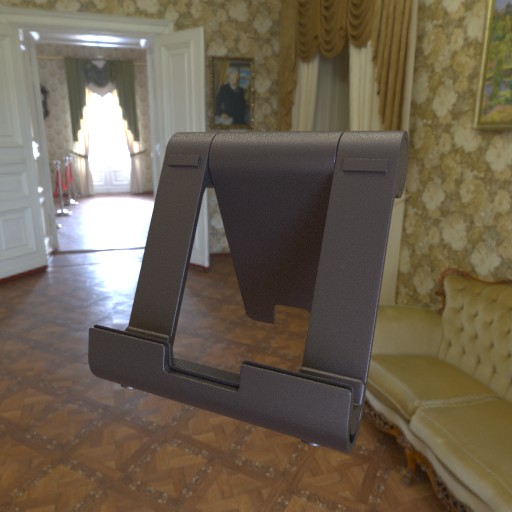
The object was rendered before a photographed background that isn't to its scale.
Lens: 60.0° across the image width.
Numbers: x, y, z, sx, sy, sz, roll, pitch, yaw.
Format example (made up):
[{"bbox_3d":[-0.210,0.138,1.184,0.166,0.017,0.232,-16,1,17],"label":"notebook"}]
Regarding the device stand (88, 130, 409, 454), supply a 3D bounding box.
[{"bbox_3d":[0.000,0.000,0.154,0.088,0.084,0.079,7,16,25],"label":"device stand"}]
